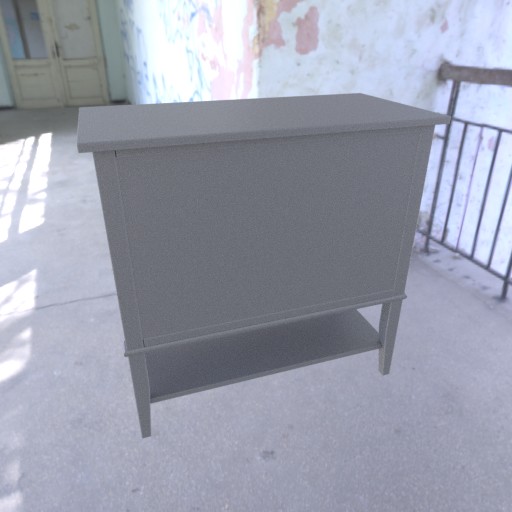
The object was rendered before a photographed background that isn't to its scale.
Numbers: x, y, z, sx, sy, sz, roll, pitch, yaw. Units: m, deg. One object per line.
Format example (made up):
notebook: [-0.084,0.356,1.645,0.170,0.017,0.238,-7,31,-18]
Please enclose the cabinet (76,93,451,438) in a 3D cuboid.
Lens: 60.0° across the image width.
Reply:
cabinet: [0.000,0.000,1.240,0.801,0.780,0.396,-9,29,-17]
